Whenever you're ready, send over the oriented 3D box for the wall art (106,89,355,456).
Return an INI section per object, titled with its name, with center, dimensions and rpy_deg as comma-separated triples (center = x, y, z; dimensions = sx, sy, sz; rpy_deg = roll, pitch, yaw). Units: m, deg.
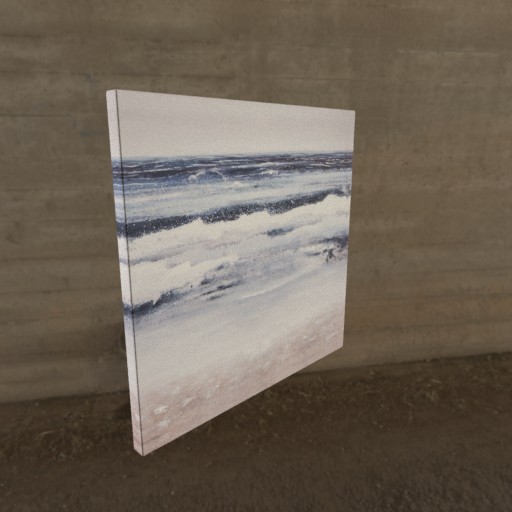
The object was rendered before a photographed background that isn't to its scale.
[wall art]
center = 0.000, 0.000, 1.142
dimensions = 0.065, 0.747, 0.755
rpy_deg = 14, 20, 43
